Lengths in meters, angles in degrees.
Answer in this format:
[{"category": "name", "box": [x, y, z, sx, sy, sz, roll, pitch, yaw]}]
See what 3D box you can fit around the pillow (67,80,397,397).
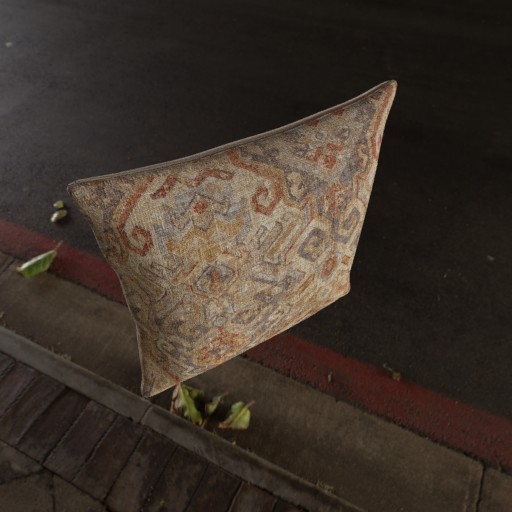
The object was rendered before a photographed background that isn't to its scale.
[{"category": "pillow", "box": [0.000, 0.000, 0.781, 0.523, 0.506, 0.166, -24, 51, -21]}]
